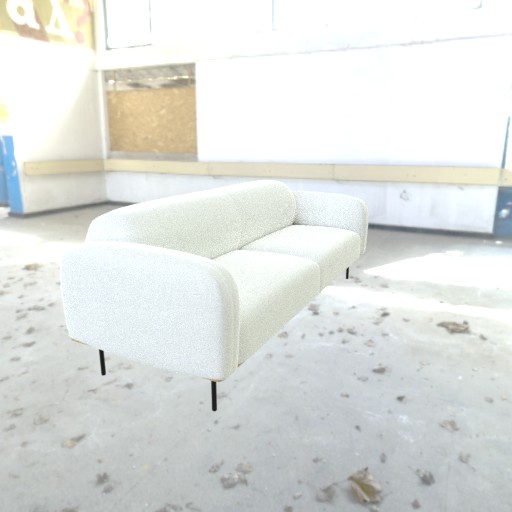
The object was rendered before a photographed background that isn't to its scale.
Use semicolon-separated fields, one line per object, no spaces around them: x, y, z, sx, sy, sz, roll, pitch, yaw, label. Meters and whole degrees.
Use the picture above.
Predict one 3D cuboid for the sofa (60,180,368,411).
0.000;0.000;2.731;0.870;0.780;2.280;8;17;26;sofa
